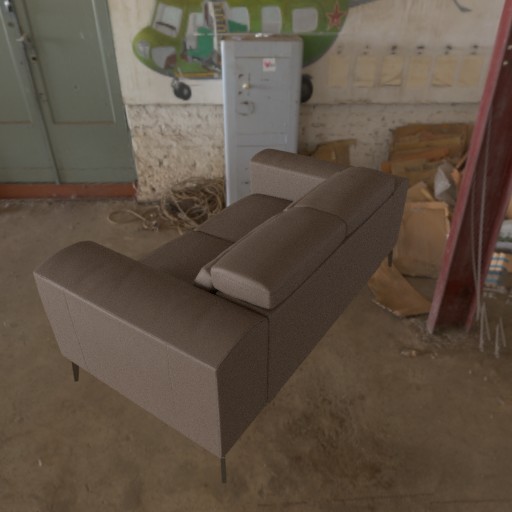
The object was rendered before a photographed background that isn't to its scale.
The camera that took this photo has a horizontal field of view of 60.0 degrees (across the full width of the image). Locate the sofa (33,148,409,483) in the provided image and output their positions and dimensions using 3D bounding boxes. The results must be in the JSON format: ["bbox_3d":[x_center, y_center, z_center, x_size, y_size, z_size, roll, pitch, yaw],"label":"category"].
[{"bbox_3d":[0.000,0.000,2.374,1.003,0.779,1.895,20,37,28],"label":"sofa"}]
